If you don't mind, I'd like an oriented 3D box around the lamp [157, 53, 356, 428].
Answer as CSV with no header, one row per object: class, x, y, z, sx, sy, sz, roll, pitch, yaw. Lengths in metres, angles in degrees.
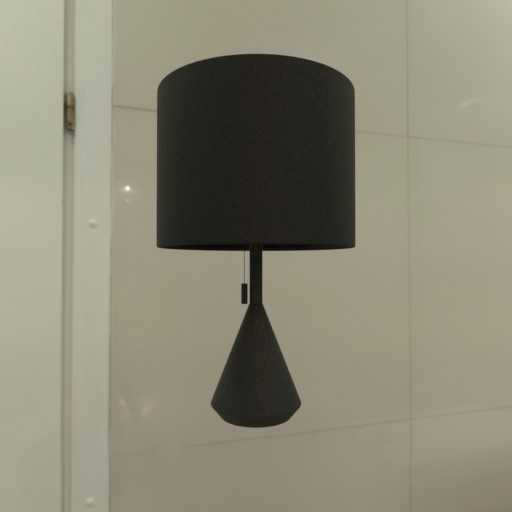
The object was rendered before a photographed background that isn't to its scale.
lamp,0.000,0.000,0.819,0.359,0.584,0.359,0,-1,-18
